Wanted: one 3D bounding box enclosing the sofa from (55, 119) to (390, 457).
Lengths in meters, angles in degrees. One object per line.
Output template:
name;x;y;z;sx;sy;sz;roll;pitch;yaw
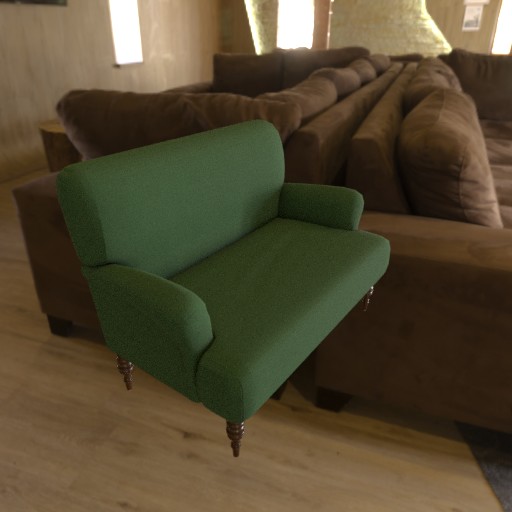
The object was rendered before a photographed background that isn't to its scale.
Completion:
sofa;0.000;0.000;1.844;0.779;0.889;1.297;18;32;31
